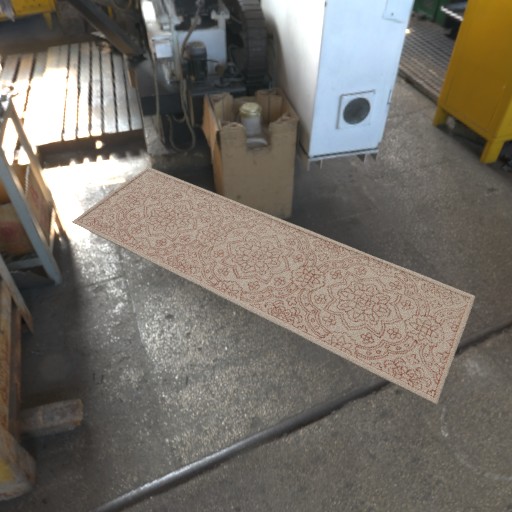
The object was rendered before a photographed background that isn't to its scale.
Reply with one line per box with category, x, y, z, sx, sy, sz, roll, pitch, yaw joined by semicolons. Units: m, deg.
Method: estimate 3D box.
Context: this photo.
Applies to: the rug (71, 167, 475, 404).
rug;0.000;0.000;2.732;2.448;0.012;0.769;24;50;22
